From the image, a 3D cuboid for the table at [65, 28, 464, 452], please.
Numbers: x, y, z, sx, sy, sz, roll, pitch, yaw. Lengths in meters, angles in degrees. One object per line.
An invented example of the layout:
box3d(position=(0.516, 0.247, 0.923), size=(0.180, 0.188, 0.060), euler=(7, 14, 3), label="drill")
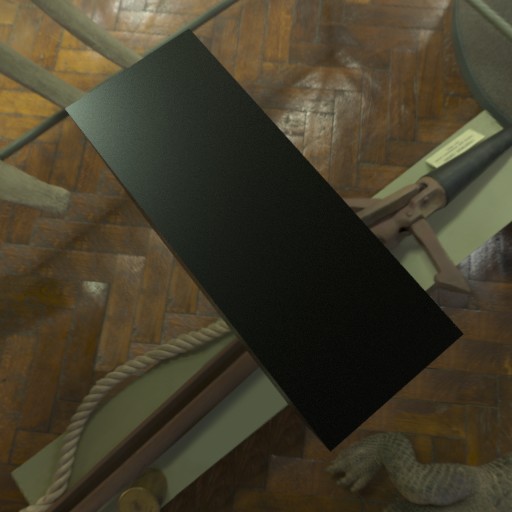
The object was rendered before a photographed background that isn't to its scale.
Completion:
box3d(position=(0.000, 0.000, 1.336), size=(0.380, 0.790, 0.930), euler=(-38, 79, -9), label="table")
